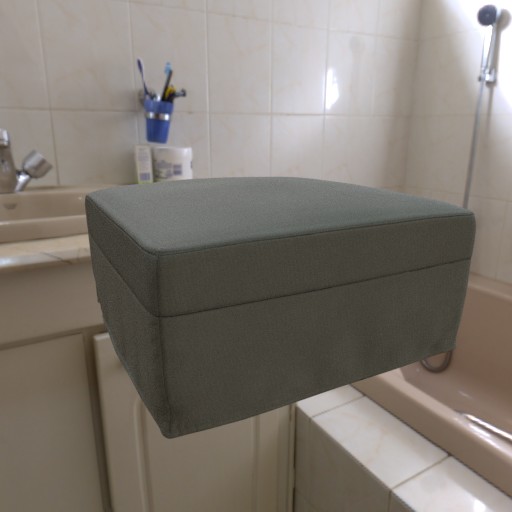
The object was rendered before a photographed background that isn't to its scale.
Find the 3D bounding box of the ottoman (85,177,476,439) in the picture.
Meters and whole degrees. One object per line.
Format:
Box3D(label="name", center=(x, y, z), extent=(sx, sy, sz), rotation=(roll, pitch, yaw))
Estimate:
Box3D(label="ottoman", center=(0.000, 0.000, 1.301), extent=(0.842, 0.441, 0.843), rotation=(-8, 18, -27))
